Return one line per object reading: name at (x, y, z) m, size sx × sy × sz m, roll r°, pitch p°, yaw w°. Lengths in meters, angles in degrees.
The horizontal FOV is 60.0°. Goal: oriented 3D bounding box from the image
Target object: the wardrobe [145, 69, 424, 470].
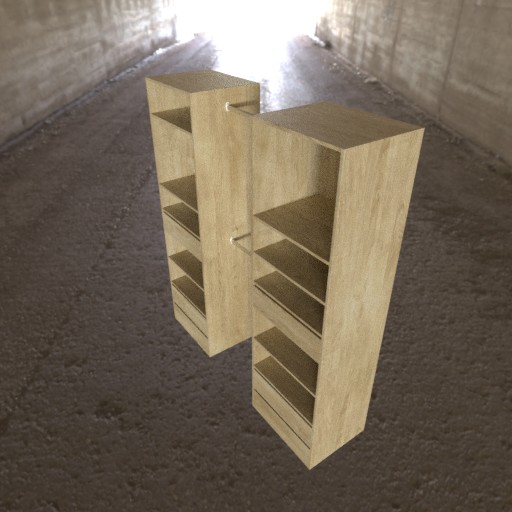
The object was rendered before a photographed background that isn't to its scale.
wardrobe at (0.000, 0.000, 2.895) m, size 0.480 × 2.000 × 1.770 m, roll -21°, pitch 38°, yaw -30°
